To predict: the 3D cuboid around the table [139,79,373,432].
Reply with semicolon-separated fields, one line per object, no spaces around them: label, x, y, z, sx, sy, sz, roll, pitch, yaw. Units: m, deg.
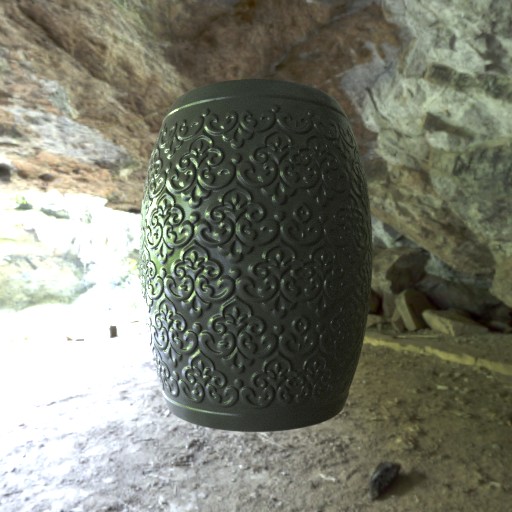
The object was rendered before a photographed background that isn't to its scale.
table;0.000;0.000;0.607;0.309;0.397;0.309;0;-2;0
